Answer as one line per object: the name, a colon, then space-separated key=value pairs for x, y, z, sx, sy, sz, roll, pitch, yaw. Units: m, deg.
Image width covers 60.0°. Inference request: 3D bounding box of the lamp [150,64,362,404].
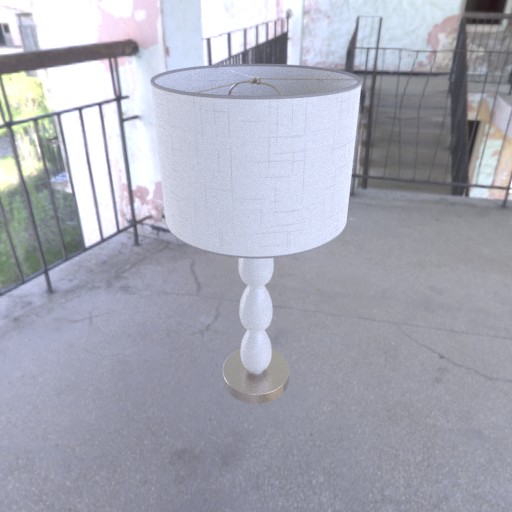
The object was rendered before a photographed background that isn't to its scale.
lamp: x=0.000 y=0.000 z=0.738 sx=0.282 sy=0.559 sz=0.280 roll=18 pitch=35 yaw=28
